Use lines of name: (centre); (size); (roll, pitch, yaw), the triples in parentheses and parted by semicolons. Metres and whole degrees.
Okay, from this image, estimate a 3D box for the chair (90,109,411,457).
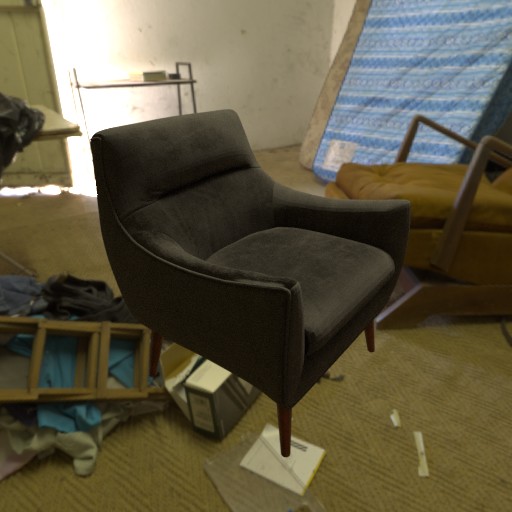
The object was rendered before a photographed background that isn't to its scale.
chair: (0.000, 0.000, 1.469); (0.787, 0.838, 0.762); (18, 31, 33)
